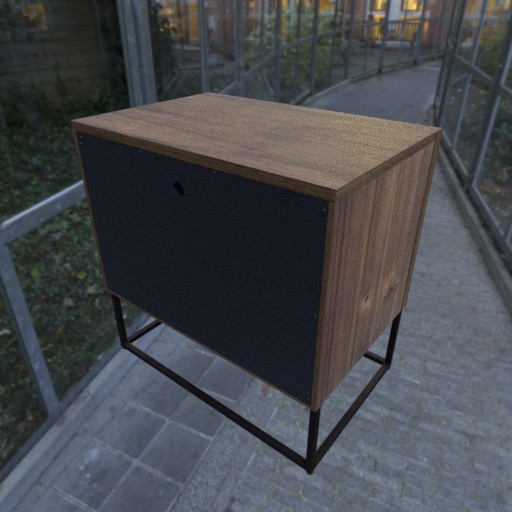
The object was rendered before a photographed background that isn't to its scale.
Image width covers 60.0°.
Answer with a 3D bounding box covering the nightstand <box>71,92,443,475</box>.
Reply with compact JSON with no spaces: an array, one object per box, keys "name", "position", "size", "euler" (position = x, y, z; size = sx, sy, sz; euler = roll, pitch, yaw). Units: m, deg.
[{"name":"nightstand","position":[0.000,0.000,1.029],"size":[0.610,0.610,0.437],"euler":[22,36,33]}]
